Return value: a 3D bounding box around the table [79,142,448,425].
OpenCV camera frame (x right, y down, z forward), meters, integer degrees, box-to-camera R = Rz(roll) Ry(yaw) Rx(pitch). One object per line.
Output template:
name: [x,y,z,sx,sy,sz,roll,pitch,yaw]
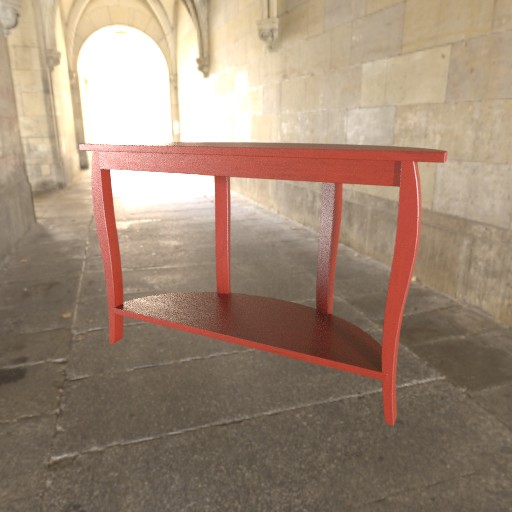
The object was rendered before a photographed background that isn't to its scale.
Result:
table: [0.000,0.000,1.597,1.219,0.779,0.405,8,18,26]
